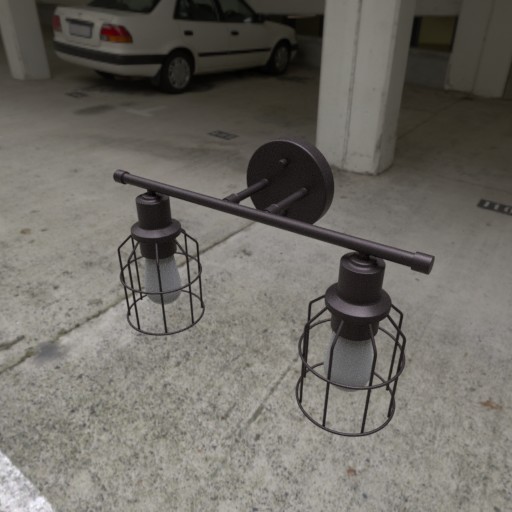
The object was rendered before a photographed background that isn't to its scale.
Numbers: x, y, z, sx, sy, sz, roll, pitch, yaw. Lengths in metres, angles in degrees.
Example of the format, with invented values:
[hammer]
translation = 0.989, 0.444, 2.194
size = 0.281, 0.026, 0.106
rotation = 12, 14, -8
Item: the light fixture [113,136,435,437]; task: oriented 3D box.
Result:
[light fixture]
translation = 0.000, 0.000, 0.537
size = 0.406, 0.254, 0.165
rotation = 19, 35, 30
